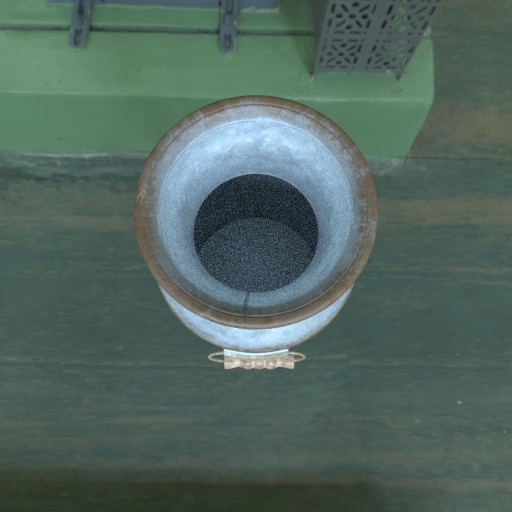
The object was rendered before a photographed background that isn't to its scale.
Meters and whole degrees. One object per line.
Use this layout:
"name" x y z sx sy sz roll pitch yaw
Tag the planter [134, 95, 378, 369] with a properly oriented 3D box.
"planter" 0.000 0.000 0.493 0.215 0.358 0.248 0 78 0
